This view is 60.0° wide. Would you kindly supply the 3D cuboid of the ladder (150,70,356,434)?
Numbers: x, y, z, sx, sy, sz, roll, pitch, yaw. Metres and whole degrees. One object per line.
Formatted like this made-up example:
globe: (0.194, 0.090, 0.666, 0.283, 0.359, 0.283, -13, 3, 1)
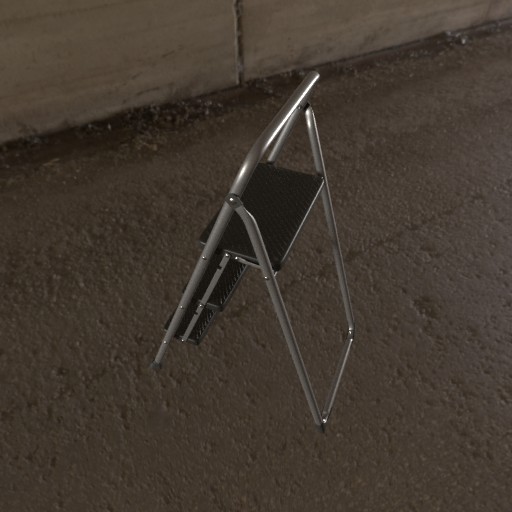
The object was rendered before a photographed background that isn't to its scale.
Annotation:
ladder: (0.000, 0.000, 1.244, 0.629, 0.945, 0.430, 17, 48, 16)
